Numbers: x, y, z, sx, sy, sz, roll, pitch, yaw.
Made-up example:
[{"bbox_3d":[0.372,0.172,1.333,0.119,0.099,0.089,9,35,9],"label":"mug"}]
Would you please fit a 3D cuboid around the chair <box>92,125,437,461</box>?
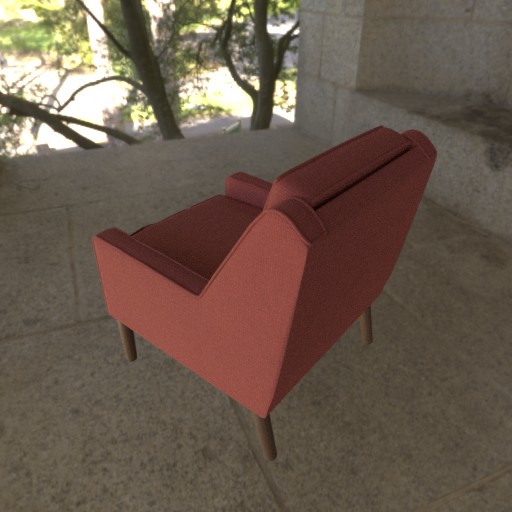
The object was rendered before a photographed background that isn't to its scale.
[{"bbox_3d":[0.000,0.000,1.382,0.770,0.812,0.680,23,38,32],"label":"chair"}]
